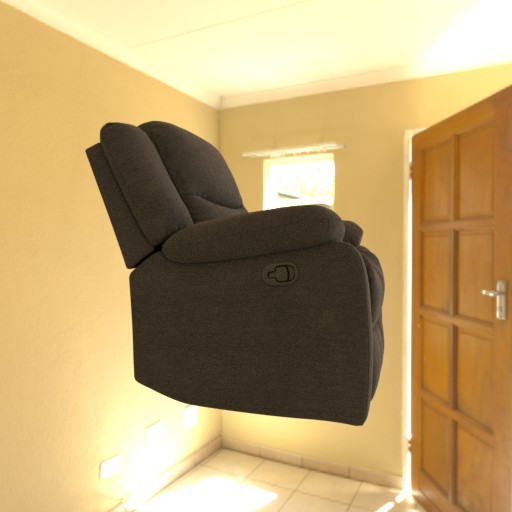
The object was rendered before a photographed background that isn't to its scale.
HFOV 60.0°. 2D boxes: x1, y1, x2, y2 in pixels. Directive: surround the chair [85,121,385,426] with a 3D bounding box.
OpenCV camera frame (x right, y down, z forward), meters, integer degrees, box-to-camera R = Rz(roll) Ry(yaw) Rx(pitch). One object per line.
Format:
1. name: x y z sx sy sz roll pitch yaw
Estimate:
1. chair: 0.000 0.000 1.705 0.944 1.008 0.899 0 1 18
